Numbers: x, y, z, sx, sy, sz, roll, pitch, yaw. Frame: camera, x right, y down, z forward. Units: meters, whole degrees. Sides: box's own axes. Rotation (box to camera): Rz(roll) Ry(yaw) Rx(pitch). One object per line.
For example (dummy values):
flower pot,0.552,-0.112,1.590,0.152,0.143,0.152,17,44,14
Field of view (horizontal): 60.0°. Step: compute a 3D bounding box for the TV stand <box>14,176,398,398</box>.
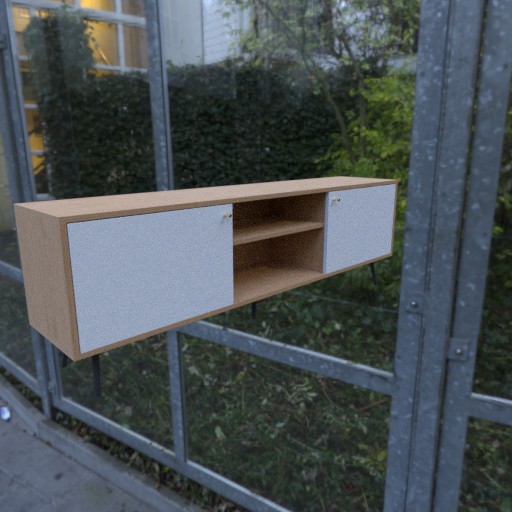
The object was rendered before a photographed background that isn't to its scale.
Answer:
TV stand,0.000,0.000,1.935,1.760,0.580,0.400,-13,19,-42
